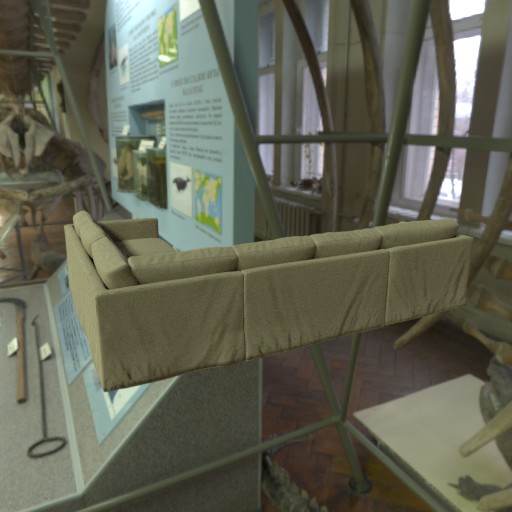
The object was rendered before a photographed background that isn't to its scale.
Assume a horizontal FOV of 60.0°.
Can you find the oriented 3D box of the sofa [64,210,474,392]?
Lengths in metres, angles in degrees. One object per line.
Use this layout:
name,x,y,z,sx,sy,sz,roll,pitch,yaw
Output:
sofa,0.000,0.000,4.584,3.528,0.878,2.476,-8,17,-26
